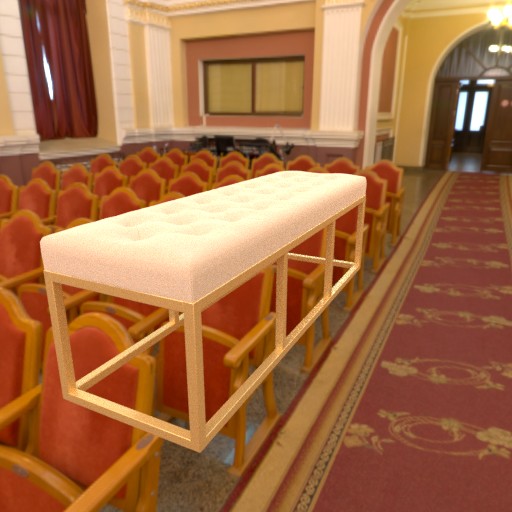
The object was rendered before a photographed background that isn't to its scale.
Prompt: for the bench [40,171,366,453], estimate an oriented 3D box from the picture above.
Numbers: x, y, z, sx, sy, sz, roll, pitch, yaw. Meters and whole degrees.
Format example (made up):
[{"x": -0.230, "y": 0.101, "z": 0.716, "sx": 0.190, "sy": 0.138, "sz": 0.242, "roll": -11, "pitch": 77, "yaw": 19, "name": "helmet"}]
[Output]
[{"x": 0.000, "y": 0.000, "z": 1.685, "sx": 0.457, "sy": 0.484, "sz": 1.473, "roll": 9, "pitch": 20, "yaw": 26, "name": "bench"}]
